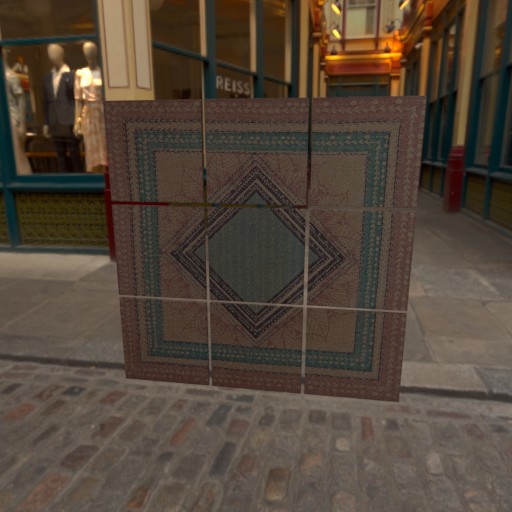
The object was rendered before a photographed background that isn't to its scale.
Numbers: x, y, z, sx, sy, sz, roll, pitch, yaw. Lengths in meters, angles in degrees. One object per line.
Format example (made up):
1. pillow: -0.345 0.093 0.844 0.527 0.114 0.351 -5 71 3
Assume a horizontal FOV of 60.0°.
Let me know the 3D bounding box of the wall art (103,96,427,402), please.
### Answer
1. wall art: 0.000 0.000 2.269 1.527 1.525 0.014 2 15 9
